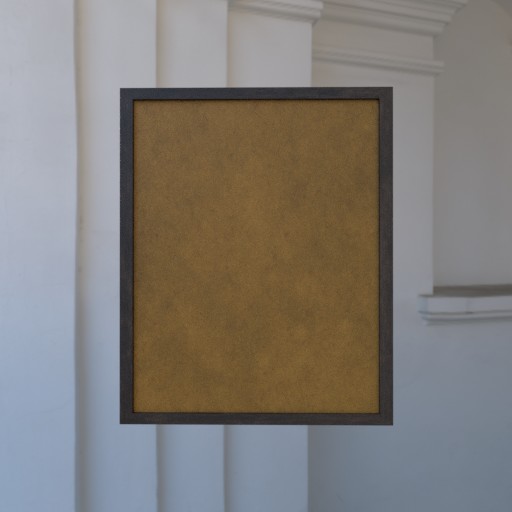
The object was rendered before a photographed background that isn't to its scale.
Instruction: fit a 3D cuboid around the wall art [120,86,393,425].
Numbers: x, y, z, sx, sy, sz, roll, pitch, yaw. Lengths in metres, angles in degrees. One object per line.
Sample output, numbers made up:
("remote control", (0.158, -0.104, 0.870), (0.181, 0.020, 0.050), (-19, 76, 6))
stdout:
("wall art", (0.000, 0.000, 0.546), (0.329, 0.406, 0.027), (0, 0, 1))
